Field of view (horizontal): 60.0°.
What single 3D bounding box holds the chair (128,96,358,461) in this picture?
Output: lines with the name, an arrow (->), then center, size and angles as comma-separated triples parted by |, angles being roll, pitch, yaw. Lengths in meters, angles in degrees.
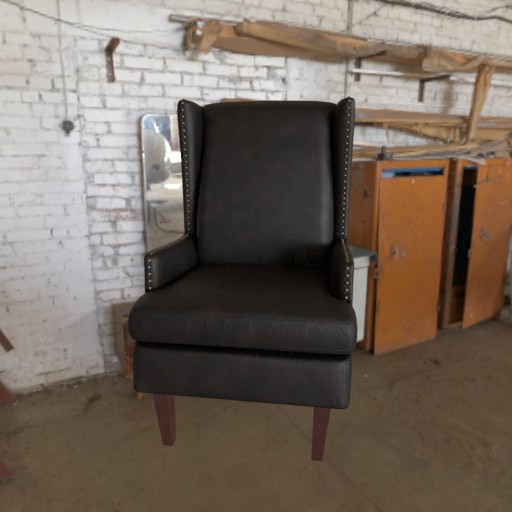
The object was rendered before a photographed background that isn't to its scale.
chair -> 0.000, 0.000, 1.632 | 0.703, 1.142, 0.799 | 2, 14, 8
